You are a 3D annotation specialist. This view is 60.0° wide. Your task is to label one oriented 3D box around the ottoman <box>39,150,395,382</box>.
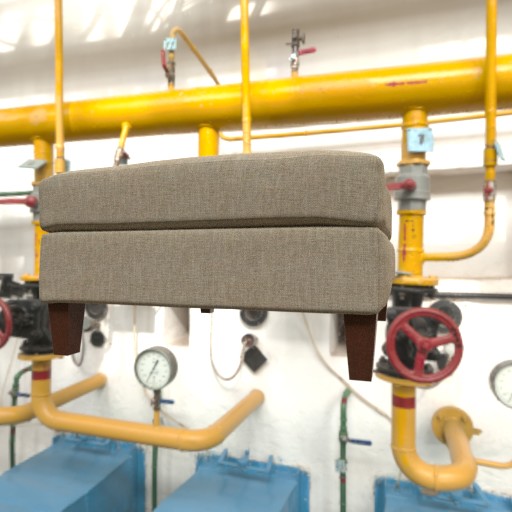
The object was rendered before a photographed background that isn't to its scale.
[{"bbox_3d":[0.000,0.000,1.409,0.836,0.492,0.976,0,0,18],"label":"ottoman"}]
